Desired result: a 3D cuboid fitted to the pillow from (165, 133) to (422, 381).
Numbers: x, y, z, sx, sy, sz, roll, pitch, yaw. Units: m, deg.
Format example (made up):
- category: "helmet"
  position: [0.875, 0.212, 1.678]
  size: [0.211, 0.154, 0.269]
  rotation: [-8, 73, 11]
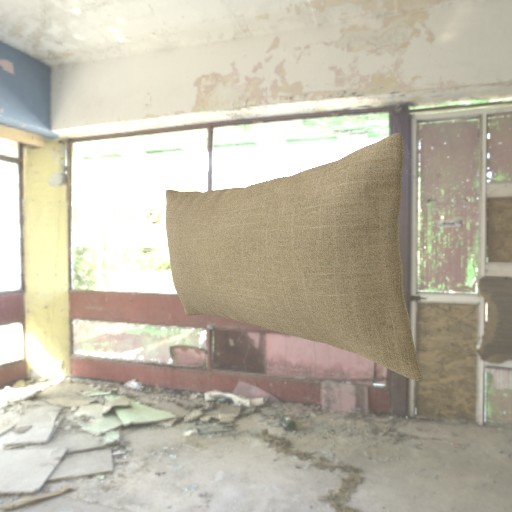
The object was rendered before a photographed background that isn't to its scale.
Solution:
- category: "pillow"
  position: [0.000, 0.000, 0.749]
  size: [0.155, 0.282, 0.612]
  rotation: [-1, 2, -35]
